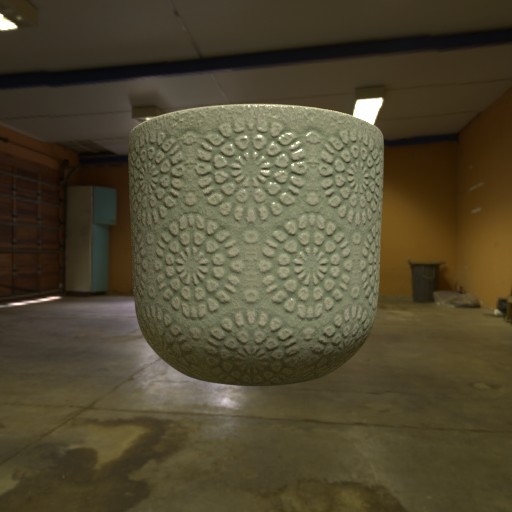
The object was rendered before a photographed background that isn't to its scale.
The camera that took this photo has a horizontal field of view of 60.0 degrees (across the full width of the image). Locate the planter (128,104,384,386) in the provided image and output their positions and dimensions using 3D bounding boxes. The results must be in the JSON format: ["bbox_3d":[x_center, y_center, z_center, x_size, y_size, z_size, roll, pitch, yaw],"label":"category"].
[{"bbox_3d":[0.000,0.000,0.306,0.169,0.153,0.169,0,0,0],"label":"planter"}]
